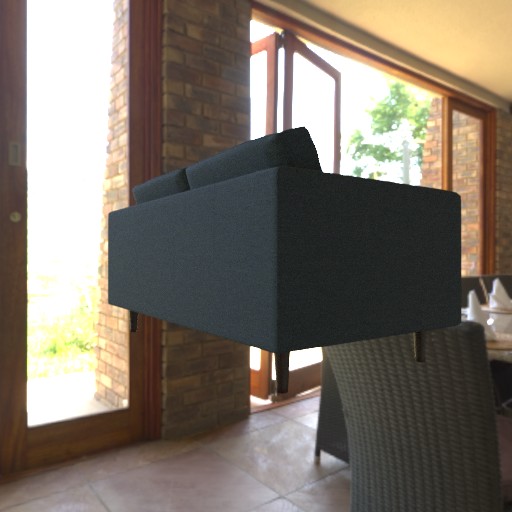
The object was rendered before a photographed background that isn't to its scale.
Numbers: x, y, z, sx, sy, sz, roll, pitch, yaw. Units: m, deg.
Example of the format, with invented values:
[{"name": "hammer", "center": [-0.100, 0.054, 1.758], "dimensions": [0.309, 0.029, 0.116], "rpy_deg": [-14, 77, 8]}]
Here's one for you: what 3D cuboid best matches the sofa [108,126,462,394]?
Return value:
[{"name": "sofa", "center": [0.000, 0.000, 2.239], "dimensions": [0.999, 0.907, 1.659], "rpy_deg": [0, 0, -35]}]
